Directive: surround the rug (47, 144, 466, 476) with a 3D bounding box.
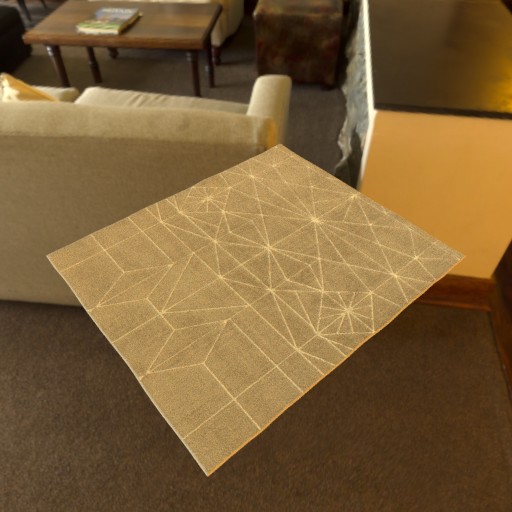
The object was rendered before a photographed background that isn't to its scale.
[{"bbox_3d":[0.000,0.000,0.886,0.639,0.006,0.548,-31,53,-27],"label":"rug"}]
